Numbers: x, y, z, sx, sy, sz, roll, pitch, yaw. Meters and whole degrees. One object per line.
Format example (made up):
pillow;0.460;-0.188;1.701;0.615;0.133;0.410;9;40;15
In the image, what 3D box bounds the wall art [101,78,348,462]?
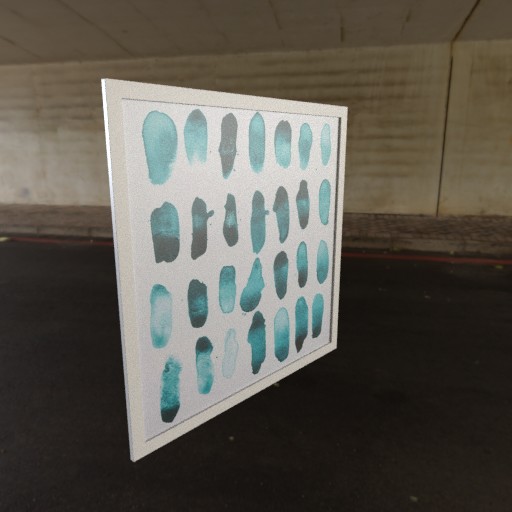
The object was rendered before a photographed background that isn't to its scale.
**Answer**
wall art;0.000;0.000;1.194;0.013;0.813;0.812;13;19;42
